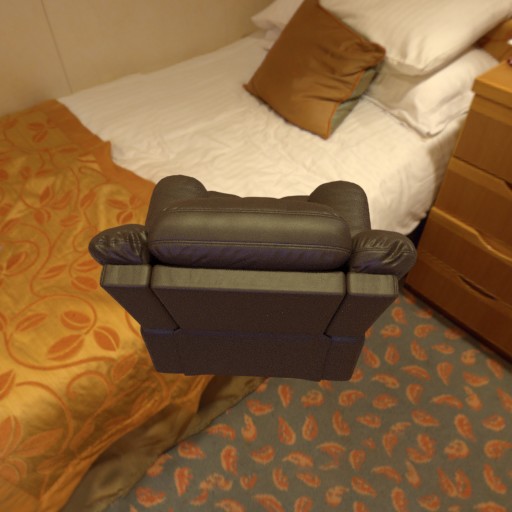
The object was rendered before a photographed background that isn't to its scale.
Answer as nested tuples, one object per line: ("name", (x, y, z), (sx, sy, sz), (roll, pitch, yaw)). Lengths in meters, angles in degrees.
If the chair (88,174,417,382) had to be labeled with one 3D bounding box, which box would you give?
("chair", (0.000, 0.000, 1.719), (0.899, 1.009, 0.934), (2, 47, 2))
